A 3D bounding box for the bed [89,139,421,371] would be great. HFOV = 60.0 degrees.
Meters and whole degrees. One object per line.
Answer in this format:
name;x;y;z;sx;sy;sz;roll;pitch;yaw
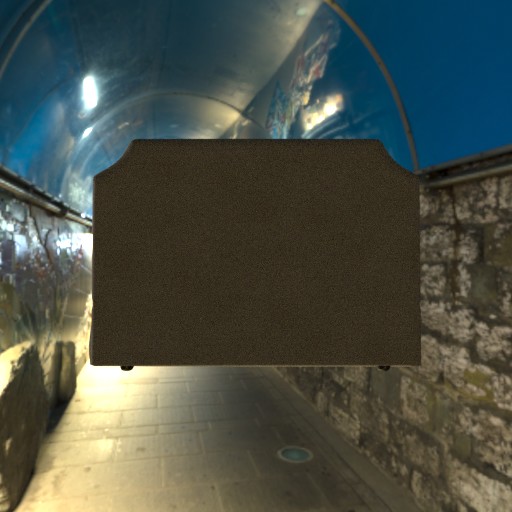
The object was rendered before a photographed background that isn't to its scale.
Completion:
bed;0.000;0.000;3.668;1.977;1.293;2.498;0;0;0
